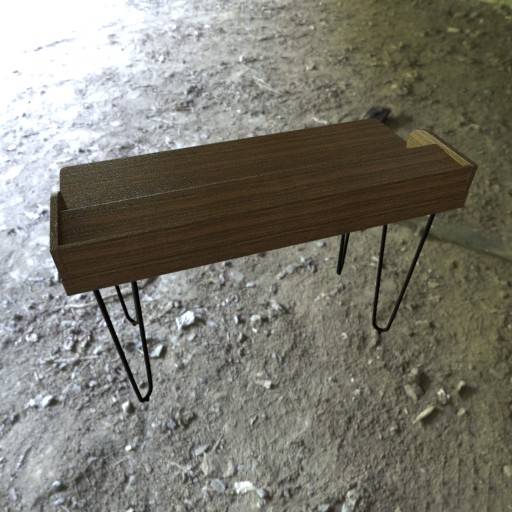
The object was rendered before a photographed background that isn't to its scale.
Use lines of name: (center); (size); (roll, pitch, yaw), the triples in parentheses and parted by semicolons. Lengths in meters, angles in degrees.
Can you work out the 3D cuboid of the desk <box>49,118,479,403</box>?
desk: (0.000, 0.000, 1.648); (1.200, 0.854, 0.565); (-13, 44, -14)
